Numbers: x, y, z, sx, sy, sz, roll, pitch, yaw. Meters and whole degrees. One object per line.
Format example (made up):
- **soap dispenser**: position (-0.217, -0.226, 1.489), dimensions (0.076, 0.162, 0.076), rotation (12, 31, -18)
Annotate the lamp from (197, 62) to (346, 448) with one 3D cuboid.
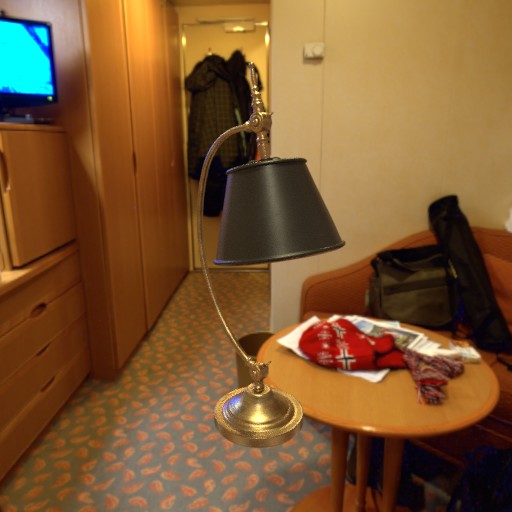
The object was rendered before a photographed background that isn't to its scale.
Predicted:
- **lamp**: position (0.000, 0.000, 0.829), dimensions (0.235, 0.675, 0.344), rotation (-14, 20, -42)
